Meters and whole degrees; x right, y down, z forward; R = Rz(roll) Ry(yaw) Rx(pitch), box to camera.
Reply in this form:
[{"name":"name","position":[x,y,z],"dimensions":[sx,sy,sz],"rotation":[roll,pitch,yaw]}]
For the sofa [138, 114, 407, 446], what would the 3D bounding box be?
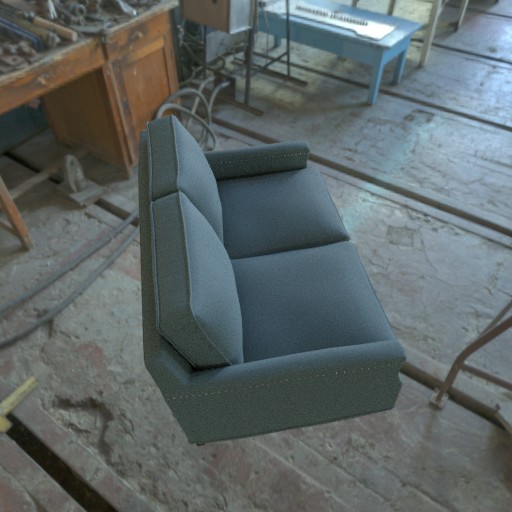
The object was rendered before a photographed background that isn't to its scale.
[{"name":"sofa","position":[0.000,0.000,2.333],"dimensions":[1.084,1.003,1.597],"rotation":[-8,48,-7]}]
